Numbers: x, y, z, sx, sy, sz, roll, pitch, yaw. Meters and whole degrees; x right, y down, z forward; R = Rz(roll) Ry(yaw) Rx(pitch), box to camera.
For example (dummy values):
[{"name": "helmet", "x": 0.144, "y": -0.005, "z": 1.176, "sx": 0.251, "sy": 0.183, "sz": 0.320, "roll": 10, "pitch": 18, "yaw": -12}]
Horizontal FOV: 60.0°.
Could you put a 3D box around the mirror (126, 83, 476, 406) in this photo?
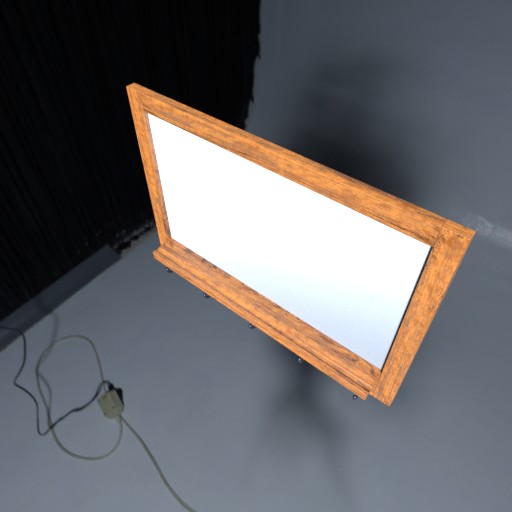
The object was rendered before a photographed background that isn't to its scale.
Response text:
[{"name": "mirror", "x": 0.000, "y": 0.000, "z": 0.982, "sx": 0.758, "sy": 0.537, "sz": 0.084, "roll": 30, "pitch": 53, "yaw": 26}]
